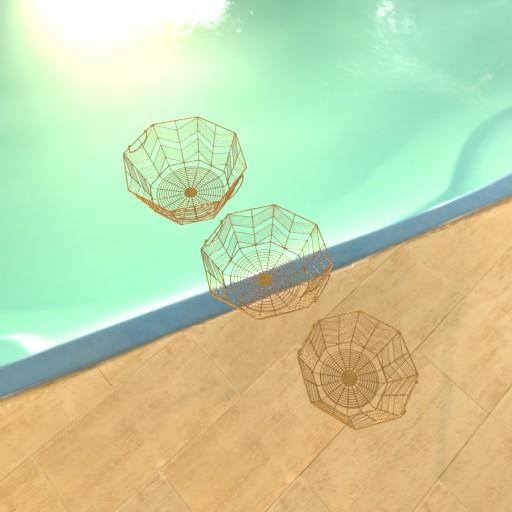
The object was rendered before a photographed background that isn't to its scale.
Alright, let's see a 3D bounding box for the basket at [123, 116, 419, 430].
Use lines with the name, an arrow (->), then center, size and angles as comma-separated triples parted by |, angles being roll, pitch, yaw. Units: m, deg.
basket -> 0.000, 0.000, 1.416 | 0.432, 0.178, 1.245 | -33, 65, -18
